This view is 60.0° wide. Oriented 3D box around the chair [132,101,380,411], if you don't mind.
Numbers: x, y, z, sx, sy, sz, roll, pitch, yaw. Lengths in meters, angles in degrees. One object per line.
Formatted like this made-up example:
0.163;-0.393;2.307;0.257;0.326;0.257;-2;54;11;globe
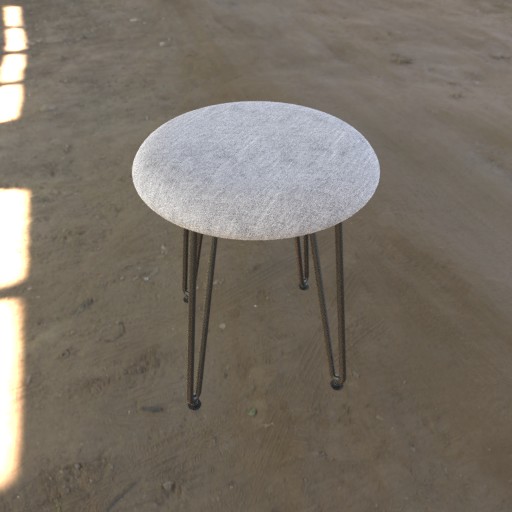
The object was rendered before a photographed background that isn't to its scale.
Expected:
0.000;0.000;0.668;0.350;0.386;0.350;25;47;27;chair
